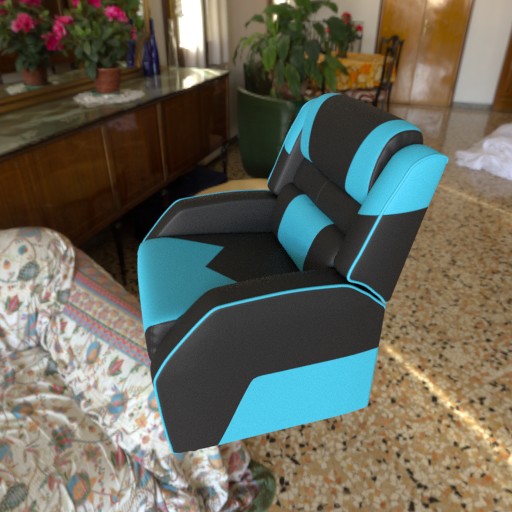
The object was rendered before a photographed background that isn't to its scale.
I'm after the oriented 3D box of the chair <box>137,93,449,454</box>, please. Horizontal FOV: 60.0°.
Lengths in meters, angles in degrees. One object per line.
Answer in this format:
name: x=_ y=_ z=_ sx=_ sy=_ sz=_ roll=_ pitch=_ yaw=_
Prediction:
chair: x=0.000 y=0.000 z=1.271 sx=0.672 sy=0.805 sz=0.620 roll=-8 pitch=31 yaw=-14
